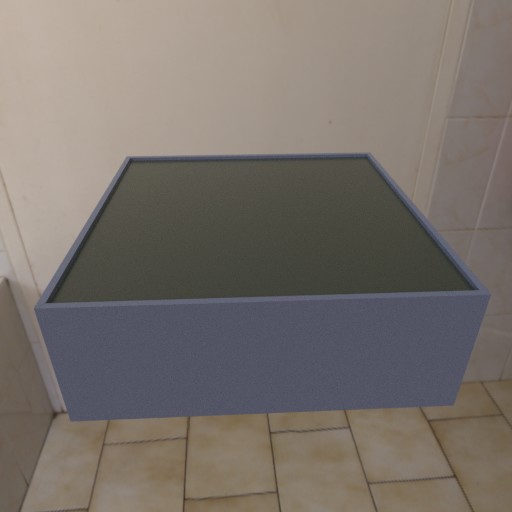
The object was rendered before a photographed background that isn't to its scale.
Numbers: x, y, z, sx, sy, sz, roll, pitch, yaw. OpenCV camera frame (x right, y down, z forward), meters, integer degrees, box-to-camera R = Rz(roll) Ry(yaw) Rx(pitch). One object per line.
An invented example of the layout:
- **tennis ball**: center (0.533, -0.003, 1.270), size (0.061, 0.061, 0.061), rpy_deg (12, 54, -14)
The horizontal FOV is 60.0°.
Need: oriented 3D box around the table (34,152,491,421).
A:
- **table**: center (0.000, 0.000, 1.194), size (0.801, 0.299, 0.801), rpy_deg (-2, 31, -2)
